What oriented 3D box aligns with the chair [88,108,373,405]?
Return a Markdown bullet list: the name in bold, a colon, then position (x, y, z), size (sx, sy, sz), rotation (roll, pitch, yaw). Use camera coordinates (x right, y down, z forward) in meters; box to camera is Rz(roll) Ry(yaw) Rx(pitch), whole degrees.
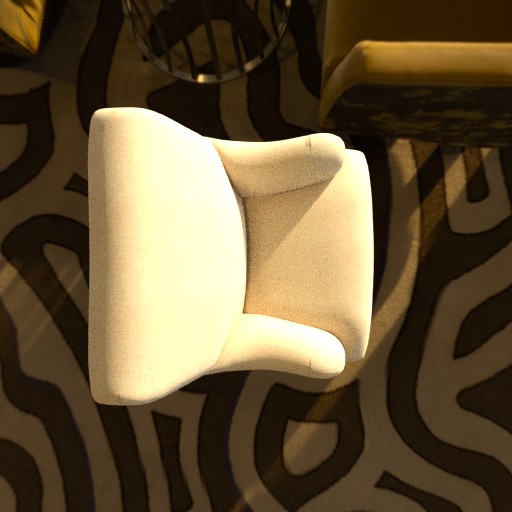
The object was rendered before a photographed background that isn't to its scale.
- **chair**: position (0.000, 0.000, 1.500), size (0.842, 0.944, 0.766), rotation (0, 90, 0)
